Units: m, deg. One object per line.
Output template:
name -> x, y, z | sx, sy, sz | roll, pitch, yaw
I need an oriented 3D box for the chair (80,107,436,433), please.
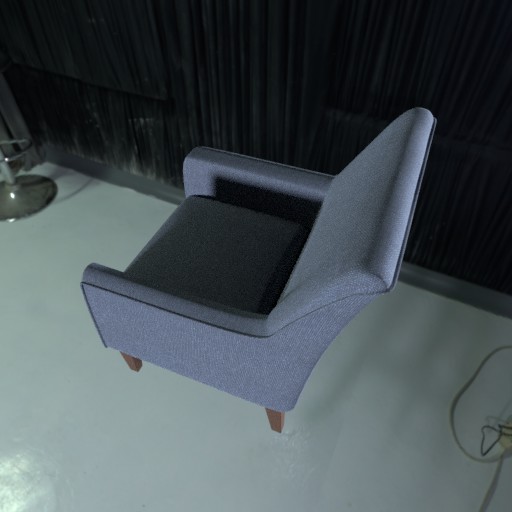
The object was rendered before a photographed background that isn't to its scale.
chair -> 0.000, 0.000, 1.546 | 0.899, 0.919, 0.780 | 16, 48, 15
